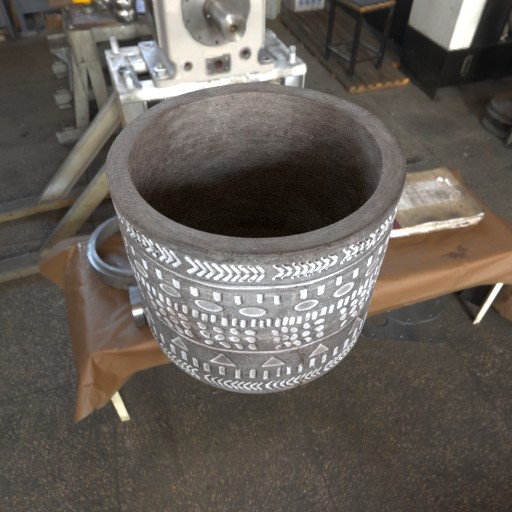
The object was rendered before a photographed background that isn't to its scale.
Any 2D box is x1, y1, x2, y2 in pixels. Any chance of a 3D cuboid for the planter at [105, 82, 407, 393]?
[{"bbox_3d":[0.000,0.000,0.227,0.122,0.128,0.122,0,46,0],"label":"planter"}]
